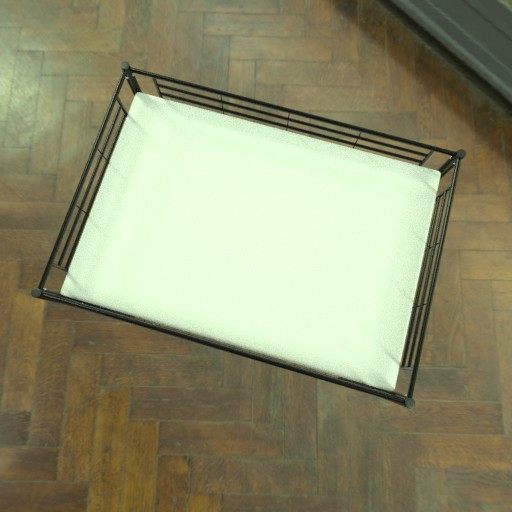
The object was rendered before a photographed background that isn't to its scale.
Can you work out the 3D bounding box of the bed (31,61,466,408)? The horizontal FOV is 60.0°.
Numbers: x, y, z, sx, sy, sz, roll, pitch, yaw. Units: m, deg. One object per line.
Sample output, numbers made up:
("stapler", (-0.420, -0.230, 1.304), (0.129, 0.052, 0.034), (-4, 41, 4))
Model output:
("bed", (0.000, 0.000, 3.205), (1.994, 1.803, 1.397), (16, 79, 3))
